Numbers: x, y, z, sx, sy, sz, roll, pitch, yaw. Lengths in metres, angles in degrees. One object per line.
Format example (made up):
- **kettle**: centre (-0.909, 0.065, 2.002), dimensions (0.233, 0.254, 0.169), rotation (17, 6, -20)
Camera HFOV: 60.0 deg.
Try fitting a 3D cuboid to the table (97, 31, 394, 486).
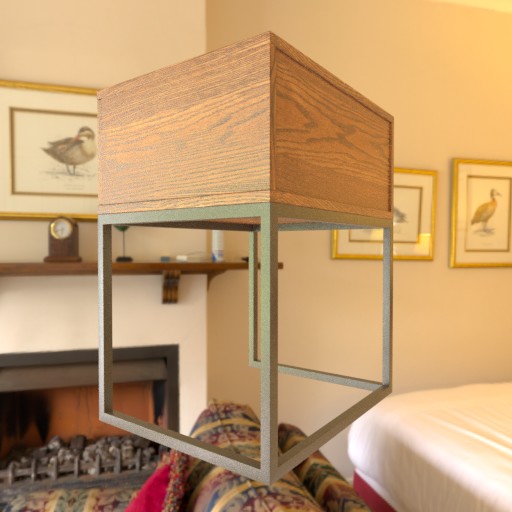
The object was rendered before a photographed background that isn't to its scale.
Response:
- **table**: centre (0.000, 0.000, 0.904), dimensions (0.400, 0.610, 0.482), rotation (1, 1, 36)
